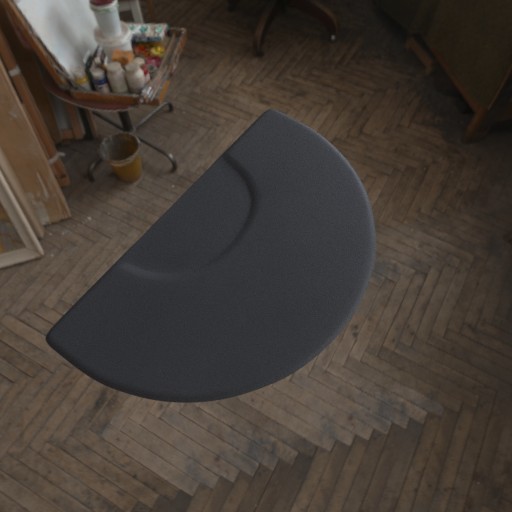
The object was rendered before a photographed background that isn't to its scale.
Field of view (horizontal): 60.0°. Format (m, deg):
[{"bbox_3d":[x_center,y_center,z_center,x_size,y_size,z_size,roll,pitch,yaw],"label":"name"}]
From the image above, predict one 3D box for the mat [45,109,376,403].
[{"bbox_3d":[0.000,0.000,1.845,0.917,0.022,1.525,32,65,17],"label":"mat"}]
